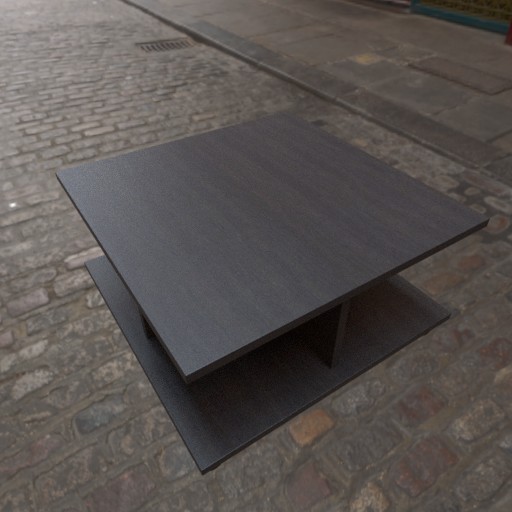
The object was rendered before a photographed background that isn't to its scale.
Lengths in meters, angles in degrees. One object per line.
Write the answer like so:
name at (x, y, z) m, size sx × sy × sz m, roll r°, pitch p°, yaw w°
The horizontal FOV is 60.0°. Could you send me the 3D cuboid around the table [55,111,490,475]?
table at (0.000, 0.000, 1.206) m, size 0.762 × 0.396 × 0.762 m, roll -23°, pitch 45°, yaw -25°
